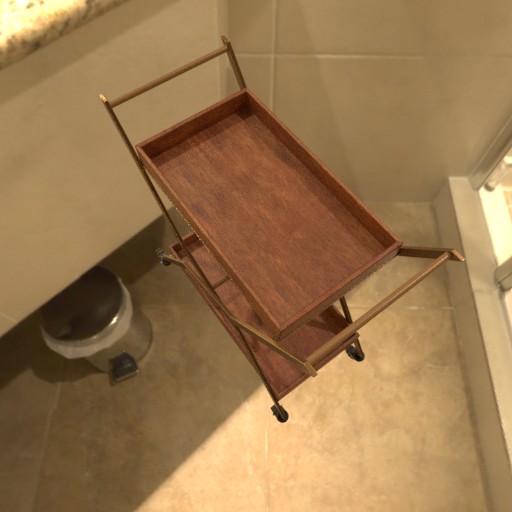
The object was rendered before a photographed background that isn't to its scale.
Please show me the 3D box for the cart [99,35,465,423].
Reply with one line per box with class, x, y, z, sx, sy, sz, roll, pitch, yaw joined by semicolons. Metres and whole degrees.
cart;0.000;0.000;1.332;0.405;0.869;0.836;-33;68;-15
